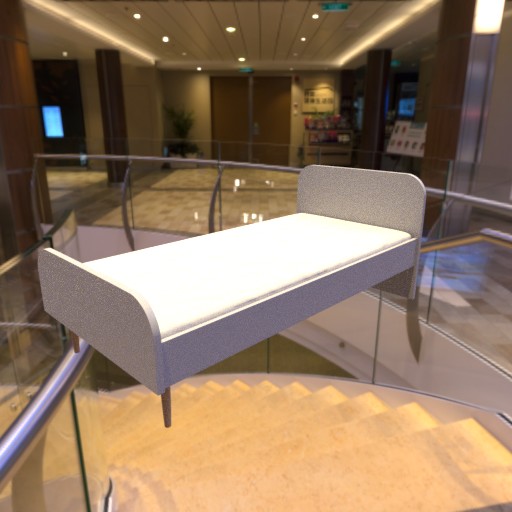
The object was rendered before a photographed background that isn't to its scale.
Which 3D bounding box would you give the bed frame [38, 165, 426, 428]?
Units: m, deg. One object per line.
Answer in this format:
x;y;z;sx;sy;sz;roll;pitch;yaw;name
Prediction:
0.000;0.000;2.468;0.998;0.805;1.963;17;24;42;bed frame
